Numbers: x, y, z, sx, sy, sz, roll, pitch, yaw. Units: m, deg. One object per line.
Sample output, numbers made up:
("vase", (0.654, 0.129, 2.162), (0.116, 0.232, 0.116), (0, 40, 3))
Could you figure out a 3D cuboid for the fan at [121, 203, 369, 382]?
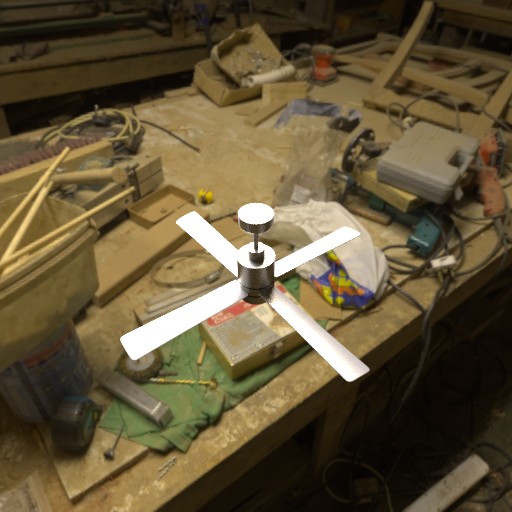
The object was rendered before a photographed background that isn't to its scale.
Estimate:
("fan", (0.000, 0.000, 2.298), (1.525, 0.539, 1.525), (-26, 47, -27))
